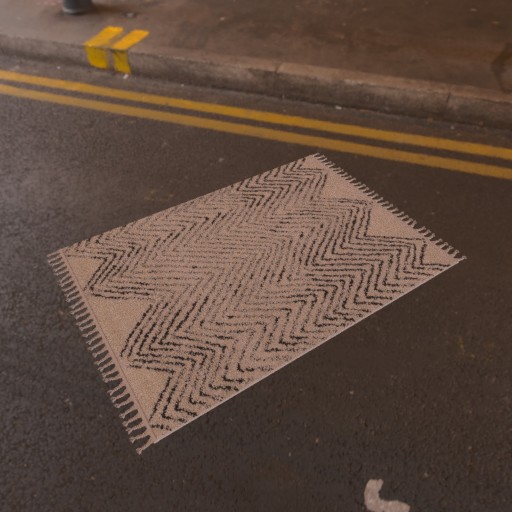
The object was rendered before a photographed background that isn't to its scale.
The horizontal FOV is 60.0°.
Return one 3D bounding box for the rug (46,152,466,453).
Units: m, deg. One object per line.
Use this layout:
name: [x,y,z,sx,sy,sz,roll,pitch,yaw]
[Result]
rug: [0.000,0.000,2.308,1.847,0.014,1.230,-25,50,-23]
